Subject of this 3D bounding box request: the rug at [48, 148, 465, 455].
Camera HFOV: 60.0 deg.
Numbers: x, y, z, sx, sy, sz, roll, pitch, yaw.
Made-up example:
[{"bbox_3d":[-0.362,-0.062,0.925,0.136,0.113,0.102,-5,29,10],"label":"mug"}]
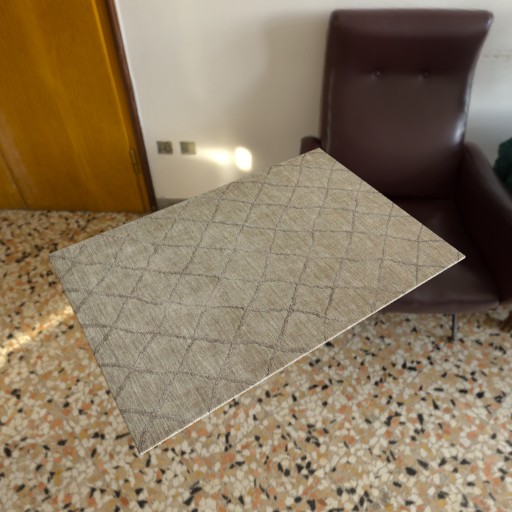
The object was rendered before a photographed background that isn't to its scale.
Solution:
[{"bbox_3d":[0.000,0.000,2.907,2.280,0.015,1.521,-26,52,-22],"label":"rug"}]
